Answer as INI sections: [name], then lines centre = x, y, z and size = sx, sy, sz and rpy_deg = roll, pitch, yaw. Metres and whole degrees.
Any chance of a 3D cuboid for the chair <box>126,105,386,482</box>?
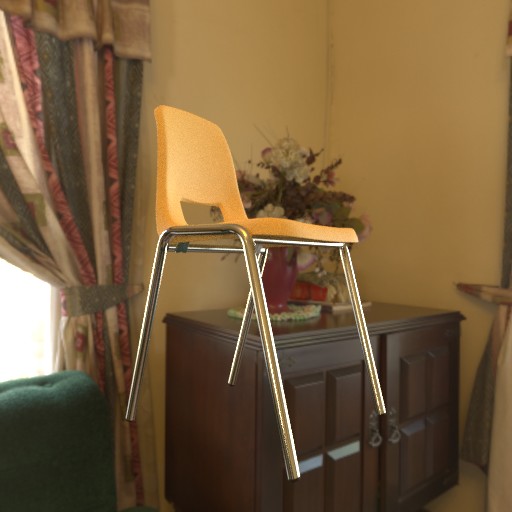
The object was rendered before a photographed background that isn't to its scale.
[chair]
centre = 0.000, 0.000, 0.957
size = 0.436, 0.704, 0.381
rpy_deg = -1, -1, 37
